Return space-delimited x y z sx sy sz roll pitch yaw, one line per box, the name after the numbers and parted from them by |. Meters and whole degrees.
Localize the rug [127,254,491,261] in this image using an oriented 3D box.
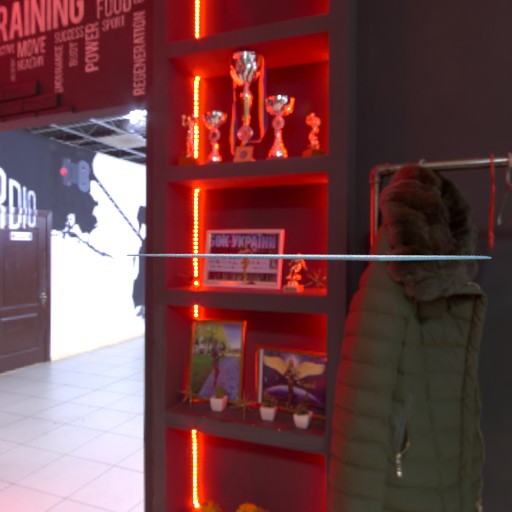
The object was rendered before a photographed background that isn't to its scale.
0.000 0.000 2.408 0.662 0.011 2.196 0 1 -36 | rug
